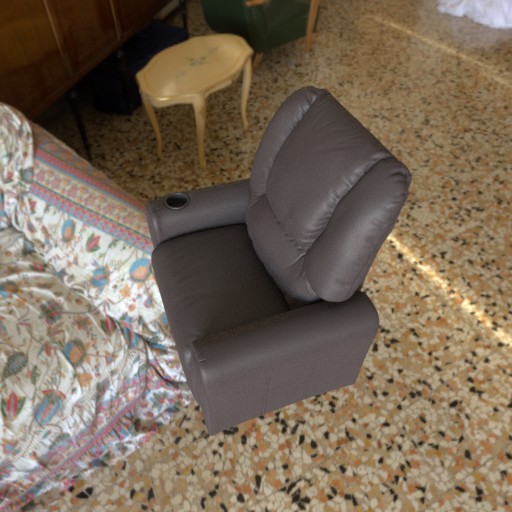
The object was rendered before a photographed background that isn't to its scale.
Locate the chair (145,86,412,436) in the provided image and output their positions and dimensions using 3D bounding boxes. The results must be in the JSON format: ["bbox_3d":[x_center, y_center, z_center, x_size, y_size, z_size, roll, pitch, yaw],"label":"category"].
[{"bbox_3d":[0.000,0.000,1.161,0.521,0.709,0.610,-15,49,-14],"label":"chair"}]
